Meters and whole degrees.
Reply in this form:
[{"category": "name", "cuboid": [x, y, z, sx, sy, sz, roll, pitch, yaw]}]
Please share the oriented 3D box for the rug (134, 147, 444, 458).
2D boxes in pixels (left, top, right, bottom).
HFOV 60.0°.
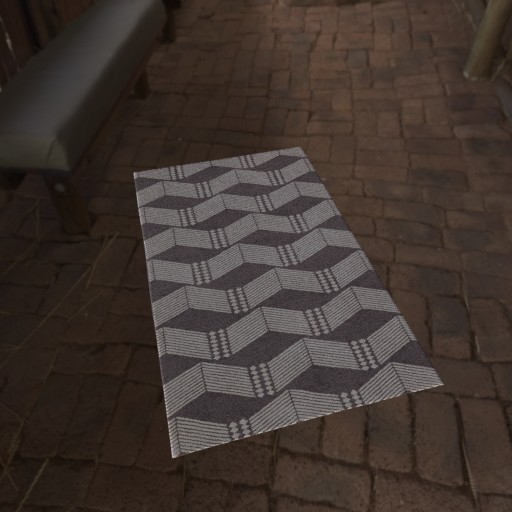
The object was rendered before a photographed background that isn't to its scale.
[{"category": "rug", "cuboid": [0.000, 0.000, 3.137, 1.517, 0.011, 2.435, -11, 48, -10]}]
